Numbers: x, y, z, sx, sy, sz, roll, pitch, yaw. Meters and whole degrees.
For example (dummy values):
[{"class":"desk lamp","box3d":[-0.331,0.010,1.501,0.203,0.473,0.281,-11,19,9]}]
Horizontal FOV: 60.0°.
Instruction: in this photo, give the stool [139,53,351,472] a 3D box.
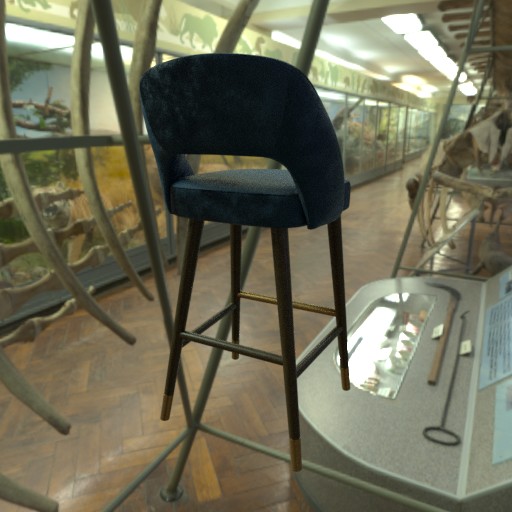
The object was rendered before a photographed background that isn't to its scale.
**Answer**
[{"class":"stool","box3d":[0.000,0.000,1.283,0.514,1.016,0.515,9,18,27]}]
